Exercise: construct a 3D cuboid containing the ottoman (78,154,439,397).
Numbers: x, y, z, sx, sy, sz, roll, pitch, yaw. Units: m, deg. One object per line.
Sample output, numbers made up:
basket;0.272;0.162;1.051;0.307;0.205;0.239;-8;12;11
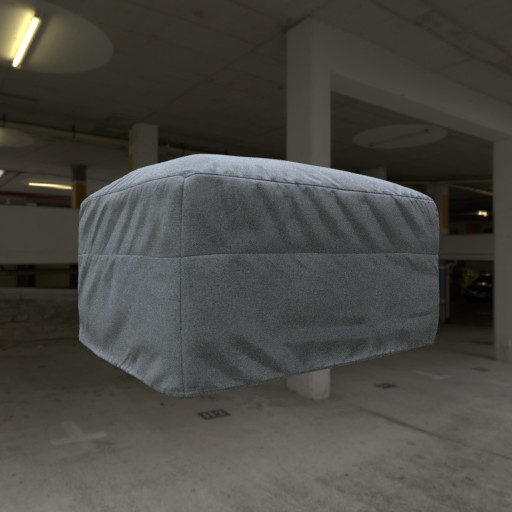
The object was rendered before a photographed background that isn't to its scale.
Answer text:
ottoman;0.000;0.000;1.240;0.837;0.481;0.683;0;0;-37
